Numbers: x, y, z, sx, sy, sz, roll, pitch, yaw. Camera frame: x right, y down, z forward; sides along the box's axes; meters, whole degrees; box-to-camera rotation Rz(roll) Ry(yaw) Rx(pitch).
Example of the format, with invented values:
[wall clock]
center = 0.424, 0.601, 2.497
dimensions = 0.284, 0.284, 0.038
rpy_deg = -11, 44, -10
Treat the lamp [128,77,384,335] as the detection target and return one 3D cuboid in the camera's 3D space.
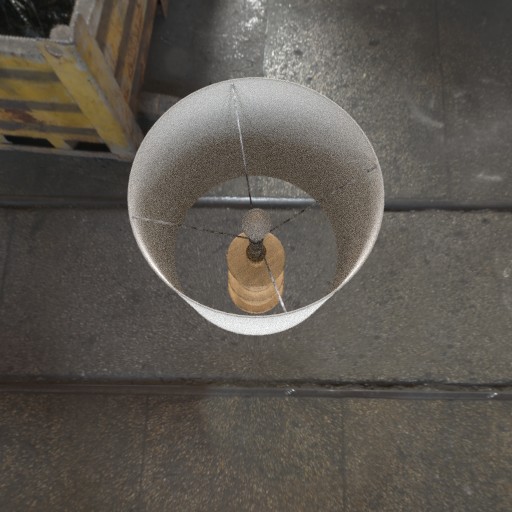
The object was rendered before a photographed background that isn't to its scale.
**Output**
[lamp]
center = 0.000, 0.000, 0.581
dimensions = 0.208, 0.455, 0.208
rpy_deg = -32, 78, -7
